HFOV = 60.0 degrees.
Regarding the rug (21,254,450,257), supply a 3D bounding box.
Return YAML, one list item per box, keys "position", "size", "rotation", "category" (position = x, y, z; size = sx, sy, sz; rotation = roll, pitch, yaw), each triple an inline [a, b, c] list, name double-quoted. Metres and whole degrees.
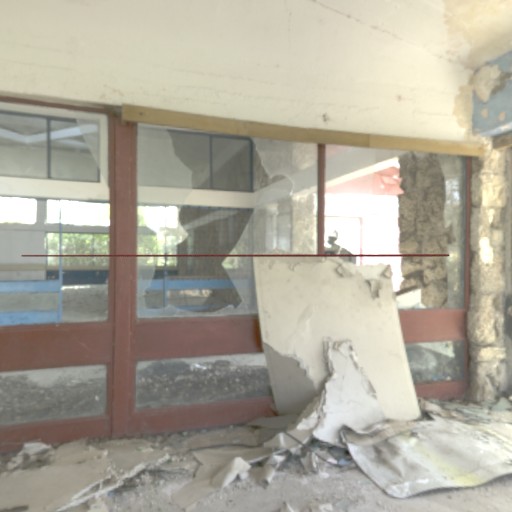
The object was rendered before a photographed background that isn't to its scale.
- position: [0.000, 0.000, 4.088]
  size: [3.053, 0.013, 2.387]
  rotation: [0, 0, 18]
  category: "rug"
